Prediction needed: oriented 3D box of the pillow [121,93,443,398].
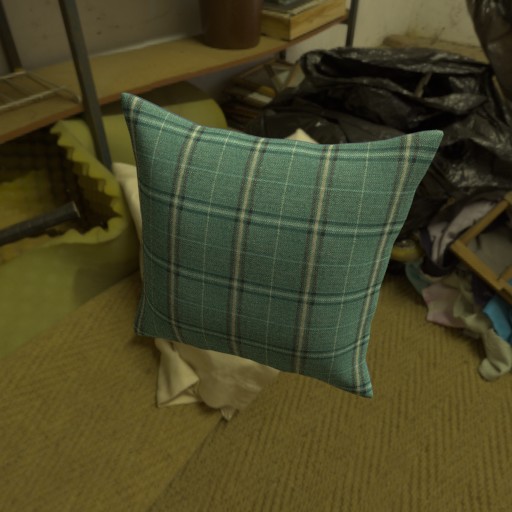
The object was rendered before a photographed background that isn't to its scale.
[{"bbox_3d":[0.000,0.000,0.698,0.453,0.430,0.200,11,42,13],"label":"pillow"}]
